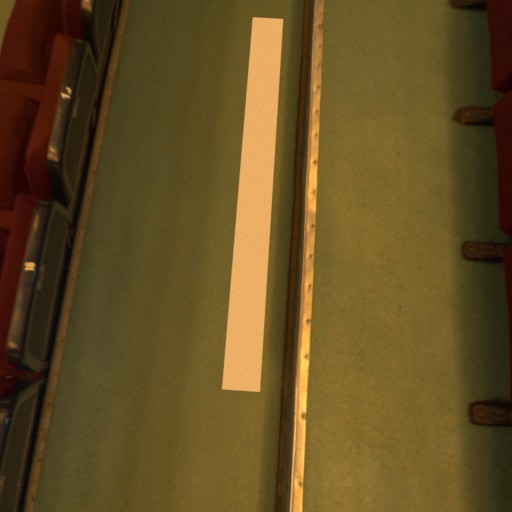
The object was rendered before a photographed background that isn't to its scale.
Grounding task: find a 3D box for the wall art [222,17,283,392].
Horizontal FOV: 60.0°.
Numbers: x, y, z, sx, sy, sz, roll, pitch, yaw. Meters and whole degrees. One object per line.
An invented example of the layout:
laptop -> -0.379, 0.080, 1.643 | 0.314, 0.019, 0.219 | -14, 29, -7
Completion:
wall art -> 0.000, 0.000, 0.534 | 0.025, 0.428, 0.293 | 4, 76, 1
